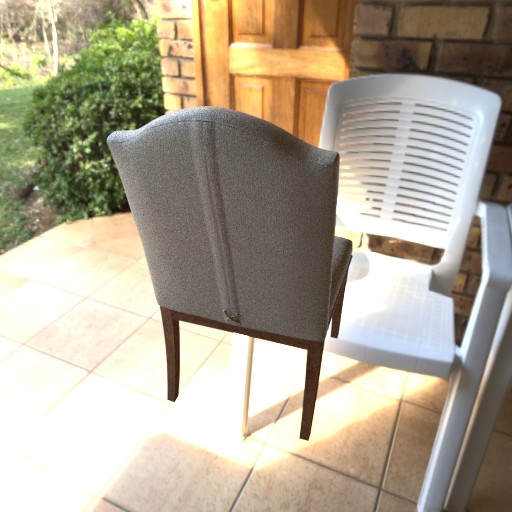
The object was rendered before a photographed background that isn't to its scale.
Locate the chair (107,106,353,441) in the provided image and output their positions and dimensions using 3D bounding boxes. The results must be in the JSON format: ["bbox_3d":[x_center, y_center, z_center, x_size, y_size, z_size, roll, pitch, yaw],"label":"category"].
[{"bbox_3d":[0.000,0.000,1.384,0.534,1.012,0.648,10,32,16],"label":"chair"}]
